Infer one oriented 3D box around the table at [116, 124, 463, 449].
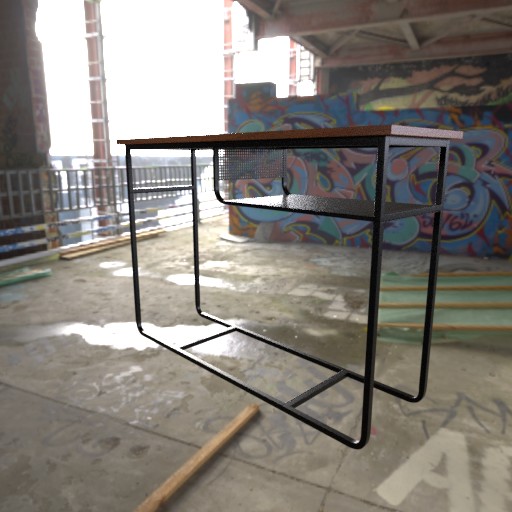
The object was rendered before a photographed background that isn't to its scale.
[{"bbox_3d":[0.000,0.000,1.436,0.350,0.750,1.100,-12,18,-43],"label":"table"}]
